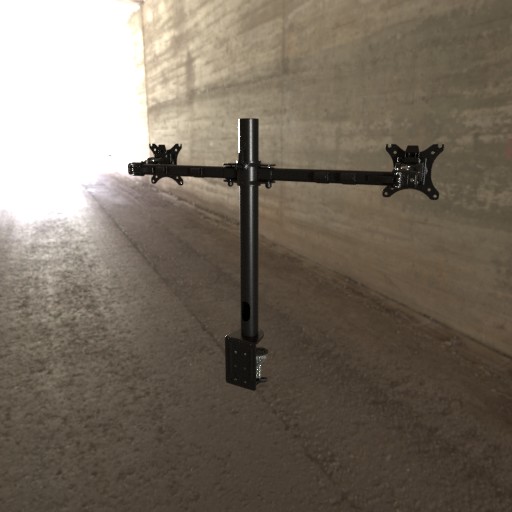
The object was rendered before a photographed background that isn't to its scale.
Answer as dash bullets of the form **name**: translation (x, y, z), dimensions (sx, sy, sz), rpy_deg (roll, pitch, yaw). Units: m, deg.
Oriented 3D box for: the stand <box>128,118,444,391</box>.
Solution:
- **stand**: translation (0.000, 0.000, 1.023), dimensions (0.743, 0.603, 0.150), rpy_deg (8, 16, 28)
